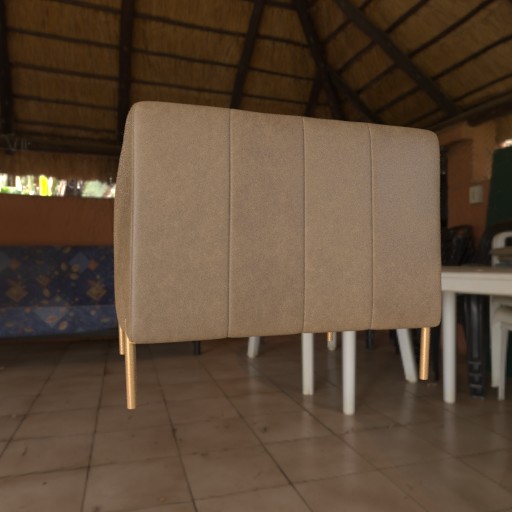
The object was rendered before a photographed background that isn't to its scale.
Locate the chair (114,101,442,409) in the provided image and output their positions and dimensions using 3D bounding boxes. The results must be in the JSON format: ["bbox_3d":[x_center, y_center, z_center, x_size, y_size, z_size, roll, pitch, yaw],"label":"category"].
[{"bbox_3d":[0.000,0.000,1.605,0.981,0.779,0.876,0,0,-18],"label":"chair"}]
